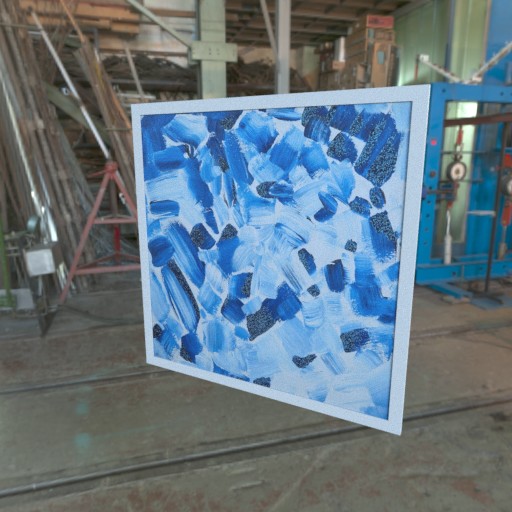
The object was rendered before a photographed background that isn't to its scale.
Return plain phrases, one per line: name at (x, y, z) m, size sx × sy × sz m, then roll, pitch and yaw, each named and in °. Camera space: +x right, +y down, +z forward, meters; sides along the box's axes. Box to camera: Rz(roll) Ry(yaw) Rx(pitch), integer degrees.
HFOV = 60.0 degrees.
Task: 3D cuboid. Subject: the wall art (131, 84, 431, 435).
wall art at (0.000, 0.000, 1.190) m, size 0.812 × 0.812 × 0.015 m, roll 7°, pitch 15°, yaw 28°
